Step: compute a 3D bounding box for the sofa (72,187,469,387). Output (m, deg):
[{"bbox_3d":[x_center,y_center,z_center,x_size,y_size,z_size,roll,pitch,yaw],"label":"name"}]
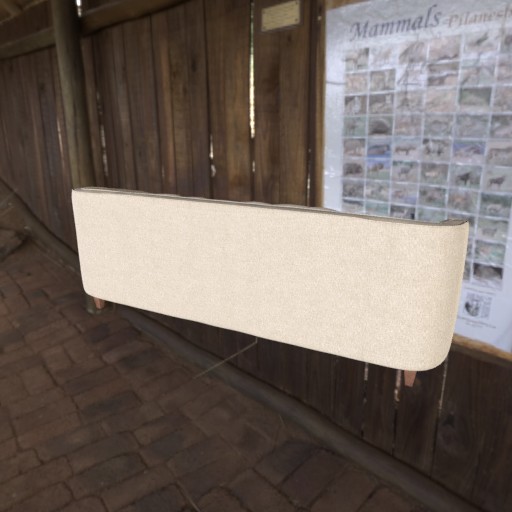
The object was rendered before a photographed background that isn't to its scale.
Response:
[{"bbox_3d":[0.000,0.000,2.640,2.235,0.788,0.913,9,19,26],"label":"sofa"}]
